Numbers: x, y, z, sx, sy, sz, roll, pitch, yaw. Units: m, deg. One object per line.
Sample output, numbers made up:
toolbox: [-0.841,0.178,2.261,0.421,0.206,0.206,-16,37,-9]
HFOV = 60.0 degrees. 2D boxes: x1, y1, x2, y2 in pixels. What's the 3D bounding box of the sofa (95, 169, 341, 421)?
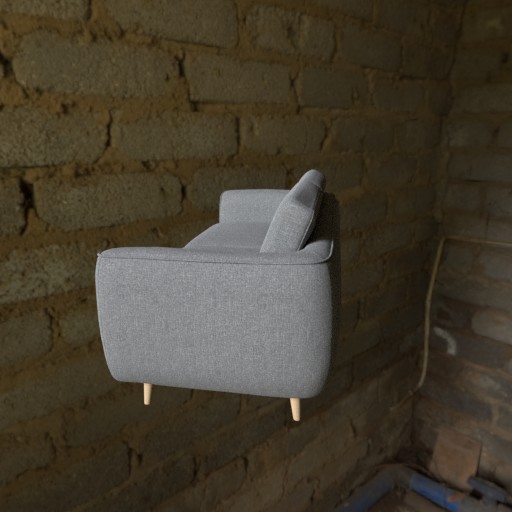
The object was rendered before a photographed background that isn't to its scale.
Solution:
sofa: [0.000,0.000,2.458,0.920,0.870,2.000,3,15,10]
